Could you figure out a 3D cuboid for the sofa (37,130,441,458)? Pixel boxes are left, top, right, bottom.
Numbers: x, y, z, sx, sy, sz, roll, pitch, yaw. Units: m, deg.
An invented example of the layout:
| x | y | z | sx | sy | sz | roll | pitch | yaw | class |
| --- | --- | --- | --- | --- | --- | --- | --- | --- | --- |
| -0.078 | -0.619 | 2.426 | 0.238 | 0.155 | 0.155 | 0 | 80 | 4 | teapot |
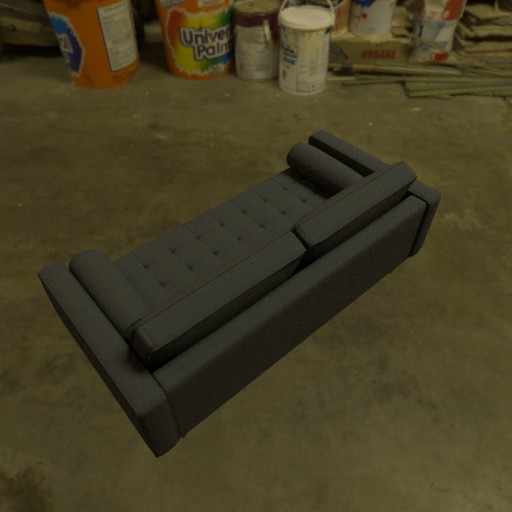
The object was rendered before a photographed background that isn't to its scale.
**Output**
| x | y | z | sx | sy | sz | roll | pitch | yaw | class |
| --- | --- | --- | --- | --- | --- | --- | --- | --- | --- |
| 0.000 | 0.000 | 2.320 | 1.875 | 0.759 | 0.914 | -32 | 54 | -27 | sofa |
